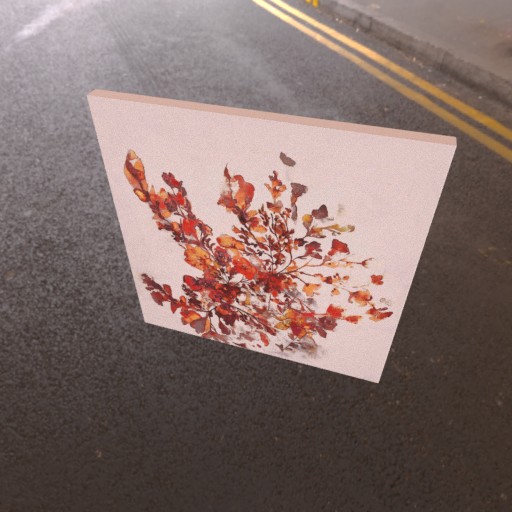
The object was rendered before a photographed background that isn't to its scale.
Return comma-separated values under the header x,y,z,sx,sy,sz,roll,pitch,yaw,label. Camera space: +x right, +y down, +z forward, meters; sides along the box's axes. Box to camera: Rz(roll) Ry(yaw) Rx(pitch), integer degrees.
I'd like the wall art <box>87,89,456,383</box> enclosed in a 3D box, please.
x,y,z,sx,sy,sz,roll,pitch,yaw,label
0.000,0.000,1.512,1.009,1.009,0.049,12,43,13,wall art
